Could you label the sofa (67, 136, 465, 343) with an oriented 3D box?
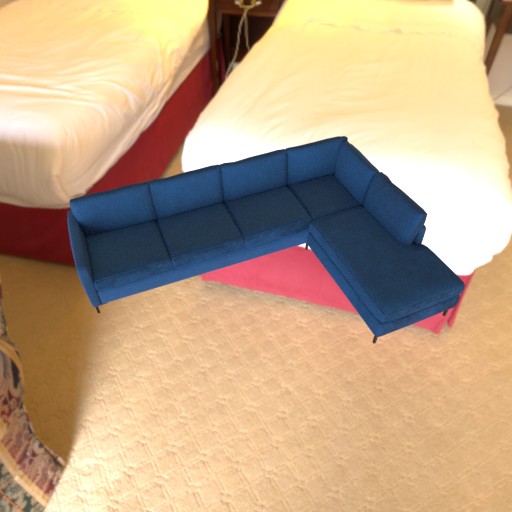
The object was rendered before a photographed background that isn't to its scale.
[{"bbox_3d":[0.000,0.000,3.288,2.486,0.687,1.707,-17,48,-16],"label":"sofa"}]
